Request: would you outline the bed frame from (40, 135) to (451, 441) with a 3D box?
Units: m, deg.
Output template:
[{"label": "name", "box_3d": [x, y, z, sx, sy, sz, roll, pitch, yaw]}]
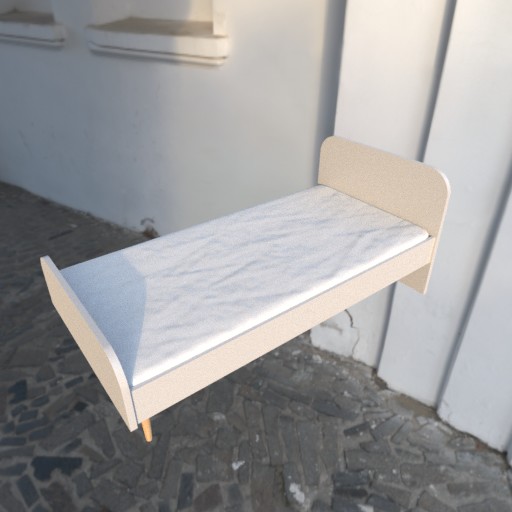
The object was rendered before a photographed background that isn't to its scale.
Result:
[{"label": "bed frame", "box_3d": [0.000, 0.000, 2.440, 1.963, 0.805, 0.998, -22, 38, -31]}]
